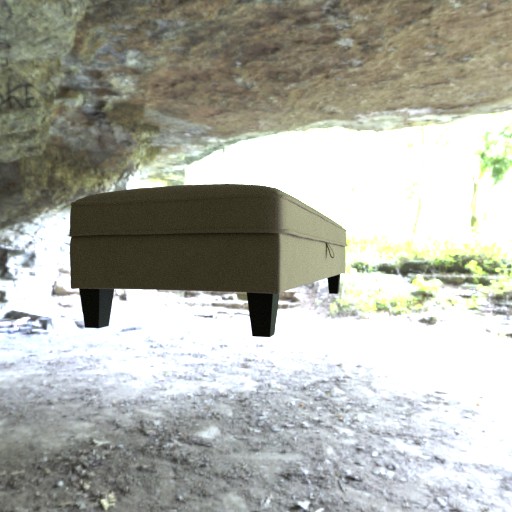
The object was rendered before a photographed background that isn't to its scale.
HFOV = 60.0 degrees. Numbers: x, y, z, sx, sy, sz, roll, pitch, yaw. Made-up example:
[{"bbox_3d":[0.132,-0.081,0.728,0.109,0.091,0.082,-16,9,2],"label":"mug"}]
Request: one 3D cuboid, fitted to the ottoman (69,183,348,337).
[{"bbox_3d":[0.000,0.000,2.085,0.735,0.460,1.726,0,0,17],"label":"ottoman"}]
